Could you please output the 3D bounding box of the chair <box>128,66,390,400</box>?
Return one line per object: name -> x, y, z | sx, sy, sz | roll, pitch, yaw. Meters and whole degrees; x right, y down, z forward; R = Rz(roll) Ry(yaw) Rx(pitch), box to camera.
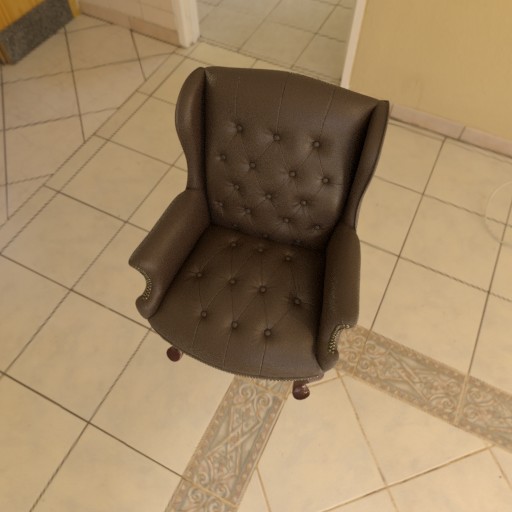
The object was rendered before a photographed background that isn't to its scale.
chair -> 0.000, 0.000, 1.715 | 0.829, 1.132, 0.819 | 15, 60, 9
